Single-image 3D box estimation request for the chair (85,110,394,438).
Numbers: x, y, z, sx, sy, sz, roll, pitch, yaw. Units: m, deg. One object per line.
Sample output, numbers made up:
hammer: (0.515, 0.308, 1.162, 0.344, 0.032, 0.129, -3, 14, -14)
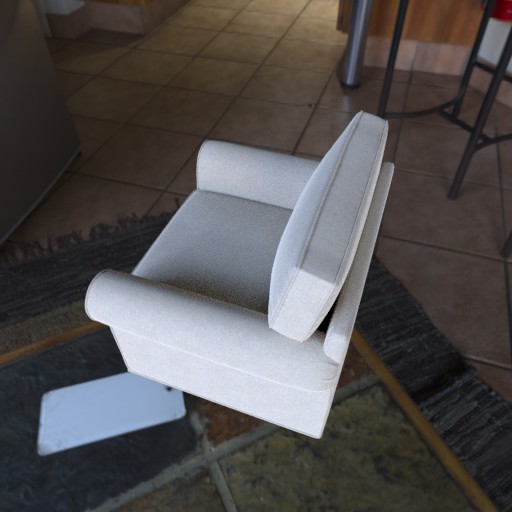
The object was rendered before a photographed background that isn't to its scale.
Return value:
chair: (0.000, 0.000, 1.769, 0.863, 0.955, 1.040, 15, 49, 14)
